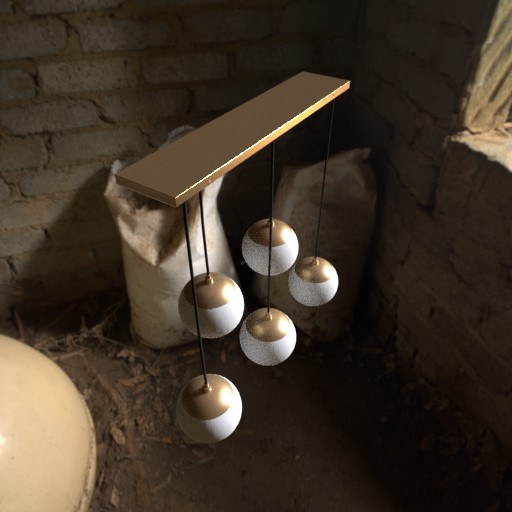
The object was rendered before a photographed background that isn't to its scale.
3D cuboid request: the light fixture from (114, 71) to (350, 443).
[{"bbox_3d":[0.000,0.000,1.353,0.299,0.869,0.863,23,45,25],"label":"light fixture"}]
